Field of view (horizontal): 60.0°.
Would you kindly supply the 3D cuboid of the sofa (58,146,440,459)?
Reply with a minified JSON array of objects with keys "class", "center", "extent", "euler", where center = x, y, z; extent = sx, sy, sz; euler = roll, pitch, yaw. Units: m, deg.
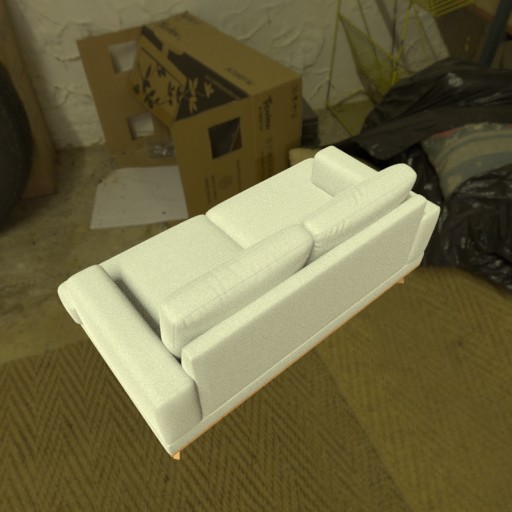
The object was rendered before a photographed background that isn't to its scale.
[{"class":"sofa","center":[0.000,0.000,2.133],"extent":[1.651,0.810,0.915],"euler":[-31,53,-27]}]
